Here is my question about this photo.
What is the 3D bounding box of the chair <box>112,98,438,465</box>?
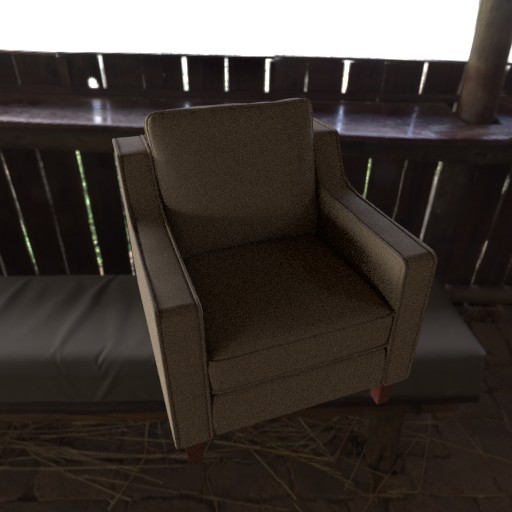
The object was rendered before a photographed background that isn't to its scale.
[{"bbox_3d":[0.000,0.000,1.610,0.831,0.960,0.909,-11,34,-17],"label":"chair"}]
